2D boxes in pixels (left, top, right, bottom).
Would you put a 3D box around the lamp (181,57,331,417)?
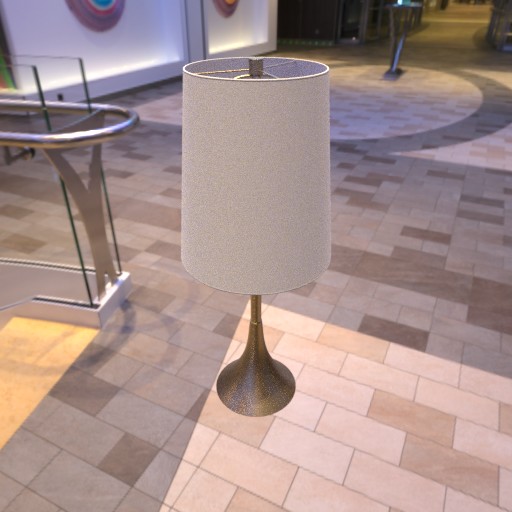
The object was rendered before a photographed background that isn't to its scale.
[{"bbox_3d":[0.000,0.000,0.693,0.231,0.569,0.231,0,31,0],"label":"lamp"}]
